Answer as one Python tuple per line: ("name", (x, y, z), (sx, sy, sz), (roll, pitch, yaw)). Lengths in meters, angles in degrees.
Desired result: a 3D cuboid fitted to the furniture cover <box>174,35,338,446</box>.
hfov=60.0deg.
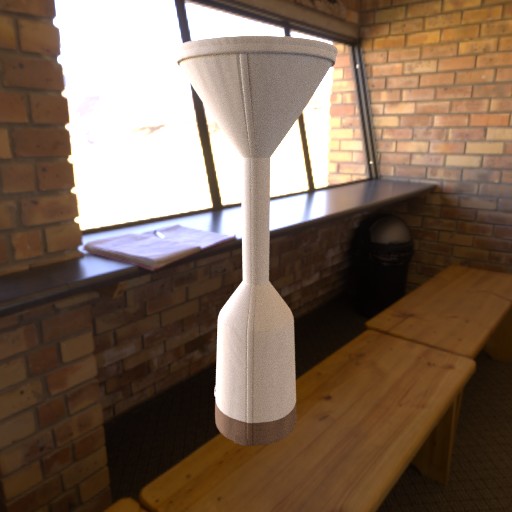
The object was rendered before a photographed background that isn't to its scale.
("furniture cover", (0.000, 0.000, 2.840), (0.914, 2.413, 0.914), (2, 16, 8))
